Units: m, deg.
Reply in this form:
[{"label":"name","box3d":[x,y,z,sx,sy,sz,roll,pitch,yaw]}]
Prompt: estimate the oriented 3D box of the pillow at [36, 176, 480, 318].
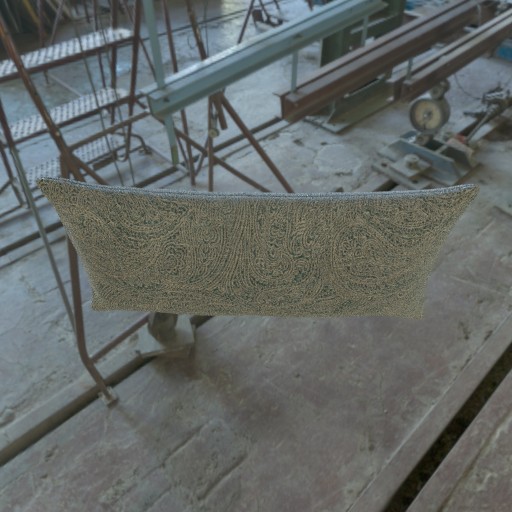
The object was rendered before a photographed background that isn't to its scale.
[{"label":"pillow","box3d":[0.000,0.000,0.716,0.615,0.295,0.151,1,45,1]}]
